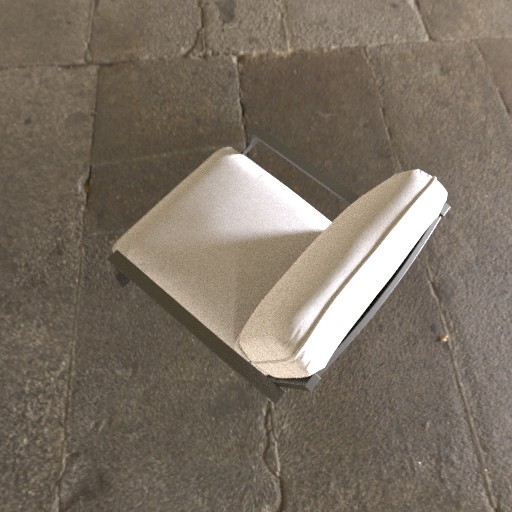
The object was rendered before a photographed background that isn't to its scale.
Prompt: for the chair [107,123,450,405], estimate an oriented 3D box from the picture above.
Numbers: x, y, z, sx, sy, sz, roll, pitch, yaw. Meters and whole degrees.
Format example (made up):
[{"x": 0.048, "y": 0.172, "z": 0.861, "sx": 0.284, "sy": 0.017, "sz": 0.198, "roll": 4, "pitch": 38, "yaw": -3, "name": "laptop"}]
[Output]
[{"x": 0.000, "y": 0.000, "z": 1.398, "sx": 0.787, "sy": 0.860, "sz": 0.650, "roll": 37, "pitch": 69, "yaw": 16, "name": "chair"}]
